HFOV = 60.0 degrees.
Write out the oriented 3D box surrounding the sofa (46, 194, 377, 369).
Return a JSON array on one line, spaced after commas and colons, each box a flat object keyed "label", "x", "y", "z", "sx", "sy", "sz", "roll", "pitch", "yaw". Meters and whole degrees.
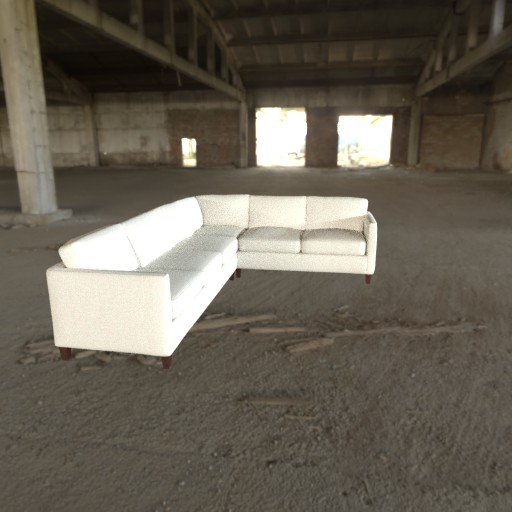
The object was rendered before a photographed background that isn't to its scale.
[{"label": "sofa", "x": 0.000, "y": 0.000, "z": 4.570, "sx": 2.593, "sy": 0.947, "sz": 3.302, "roll": 2, "pitch": 14, "yaw": 9}]
